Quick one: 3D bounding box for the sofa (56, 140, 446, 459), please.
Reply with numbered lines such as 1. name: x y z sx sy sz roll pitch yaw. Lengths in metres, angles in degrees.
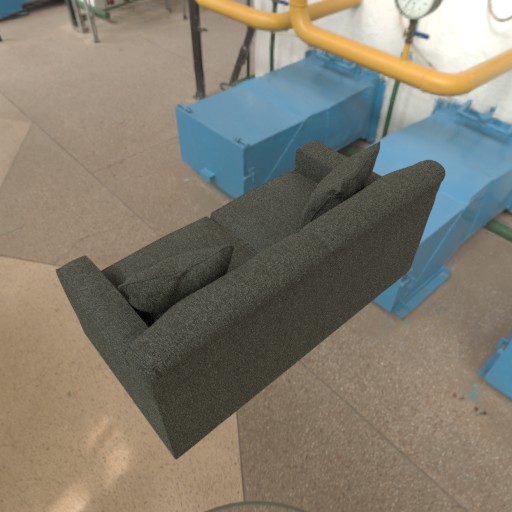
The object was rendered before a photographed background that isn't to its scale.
1. sofa: 0.000 0.000 2.461 1.846 0.958 0.998 -32 53 -28
